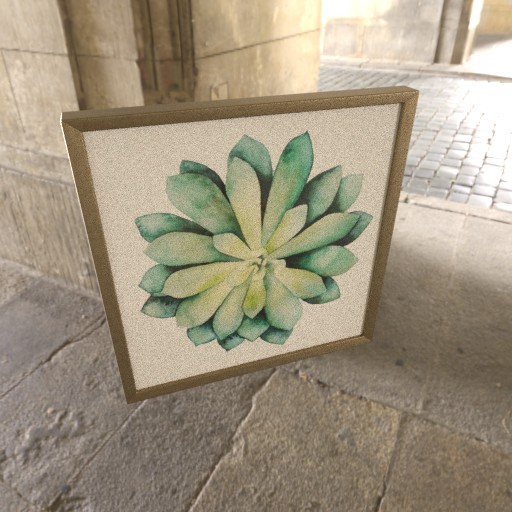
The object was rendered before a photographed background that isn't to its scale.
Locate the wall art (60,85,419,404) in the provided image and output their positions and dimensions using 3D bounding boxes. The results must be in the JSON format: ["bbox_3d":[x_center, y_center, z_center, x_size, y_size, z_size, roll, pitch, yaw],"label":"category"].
[{"bbox_3d":[0.000,0.000,0.744,0.503,0.506,0.040,-10,34,-16],"label":"wall art"}]
